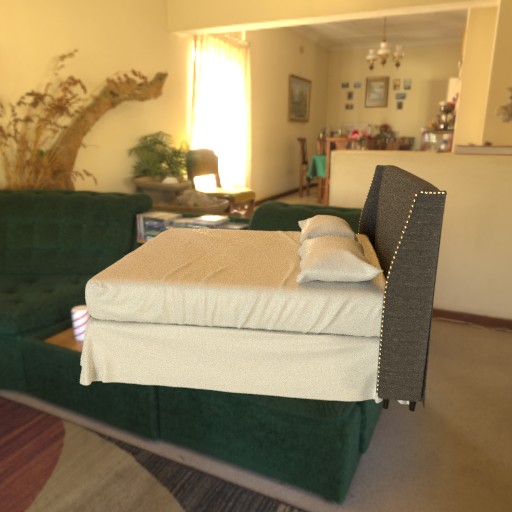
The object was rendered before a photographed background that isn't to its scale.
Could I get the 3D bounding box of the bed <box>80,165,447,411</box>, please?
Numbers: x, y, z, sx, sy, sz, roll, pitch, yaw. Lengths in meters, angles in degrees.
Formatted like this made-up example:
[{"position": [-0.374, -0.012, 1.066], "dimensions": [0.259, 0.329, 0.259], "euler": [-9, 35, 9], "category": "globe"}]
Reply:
[{"position": [0.000, 0.000, 3.486], "dimensions": [2.276, 1.332, 1.925], "euler": [2, 16, 8], "category": "bed"}]
